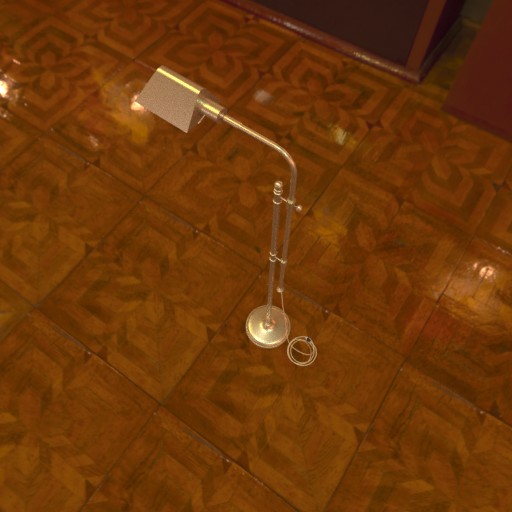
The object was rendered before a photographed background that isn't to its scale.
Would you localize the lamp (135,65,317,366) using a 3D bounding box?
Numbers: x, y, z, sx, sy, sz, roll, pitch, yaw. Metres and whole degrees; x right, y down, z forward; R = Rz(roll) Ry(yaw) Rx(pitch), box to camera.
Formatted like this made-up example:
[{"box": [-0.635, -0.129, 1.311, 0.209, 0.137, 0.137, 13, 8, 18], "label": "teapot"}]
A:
[{"box": [0.000, 0.000, 1.887, 0.813, 1.571, 0.256, 34, 67, 16], "label": "lamp"}]
